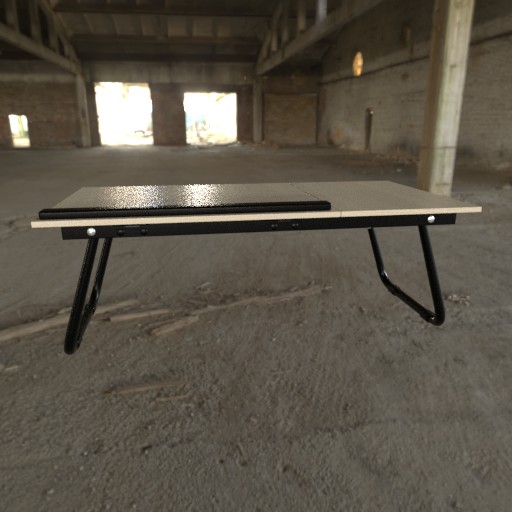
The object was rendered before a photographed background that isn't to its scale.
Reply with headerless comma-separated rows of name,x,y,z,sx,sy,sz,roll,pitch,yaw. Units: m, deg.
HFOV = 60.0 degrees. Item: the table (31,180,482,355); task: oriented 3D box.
table,0.000,0.000,0.804,0.644,0.242,0.322,-3,17,-9
